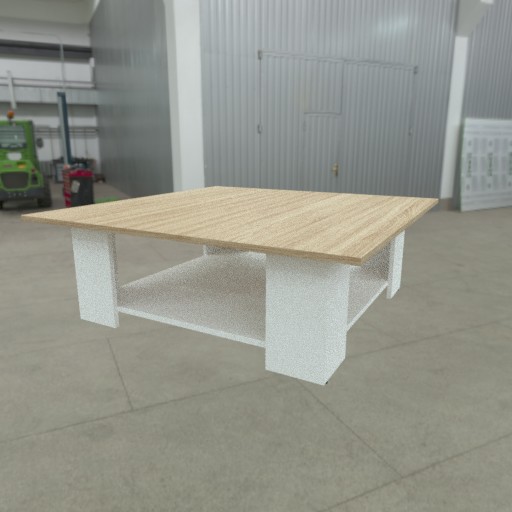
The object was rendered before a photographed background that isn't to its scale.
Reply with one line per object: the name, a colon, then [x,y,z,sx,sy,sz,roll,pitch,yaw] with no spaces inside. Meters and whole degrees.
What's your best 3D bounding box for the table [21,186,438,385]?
table: [0.000,0.000,1.343,0.890,0.305,0.890,8,16,28]
